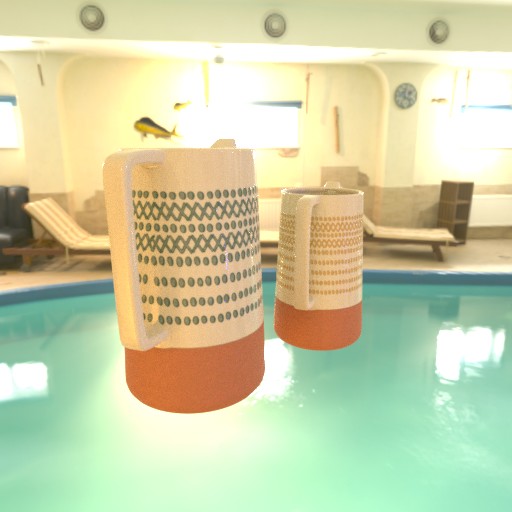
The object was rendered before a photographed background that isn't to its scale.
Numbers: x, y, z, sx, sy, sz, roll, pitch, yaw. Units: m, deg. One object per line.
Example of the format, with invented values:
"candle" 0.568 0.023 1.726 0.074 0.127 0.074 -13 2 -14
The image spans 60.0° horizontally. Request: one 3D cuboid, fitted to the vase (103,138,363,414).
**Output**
"vase" 0.000 0.000 0.478 0.326 0.247 0.168 -7 16 -27
